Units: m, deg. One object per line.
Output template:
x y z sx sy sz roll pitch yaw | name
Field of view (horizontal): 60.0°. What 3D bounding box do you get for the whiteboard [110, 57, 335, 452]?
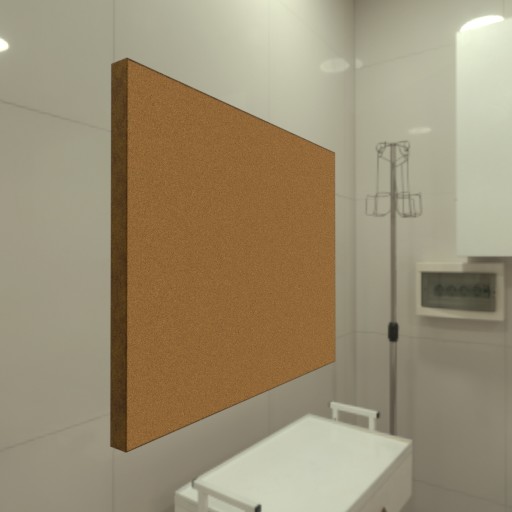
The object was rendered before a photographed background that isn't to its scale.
0.000 0.000 0.750 0.029 0.457 0.561 0 -1 35 | whiteboard
